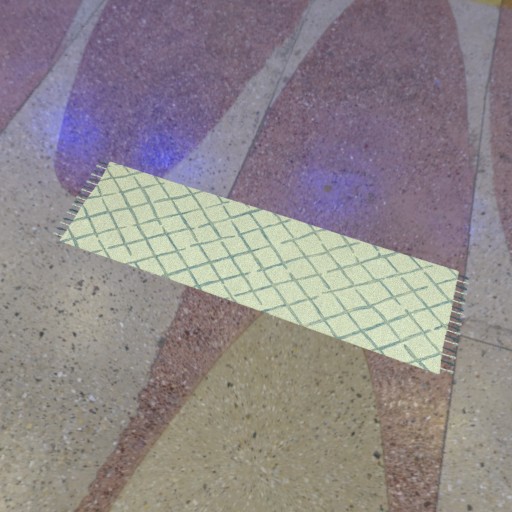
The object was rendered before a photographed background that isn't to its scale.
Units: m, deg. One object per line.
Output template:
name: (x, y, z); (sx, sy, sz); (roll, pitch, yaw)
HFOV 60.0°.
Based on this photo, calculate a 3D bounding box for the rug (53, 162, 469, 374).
rug: (0.000, 0.000, 2.572); (2.372, 0.008, 0.620); (18, 66, 9)
